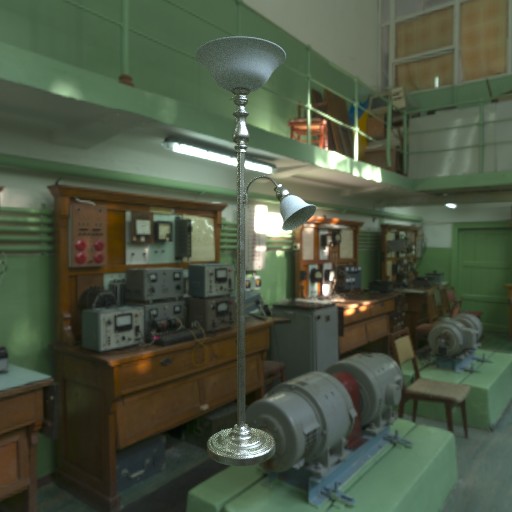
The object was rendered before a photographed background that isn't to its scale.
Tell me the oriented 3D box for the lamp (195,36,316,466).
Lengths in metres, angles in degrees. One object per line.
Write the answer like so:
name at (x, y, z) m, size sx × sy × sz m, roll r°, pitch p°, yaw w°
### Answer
lamp at (0.000, 0.000, 1.969) m, size 0.575 × 1.785 × 0.405 m, roll 1°, pitch 2°, yaw 36°
